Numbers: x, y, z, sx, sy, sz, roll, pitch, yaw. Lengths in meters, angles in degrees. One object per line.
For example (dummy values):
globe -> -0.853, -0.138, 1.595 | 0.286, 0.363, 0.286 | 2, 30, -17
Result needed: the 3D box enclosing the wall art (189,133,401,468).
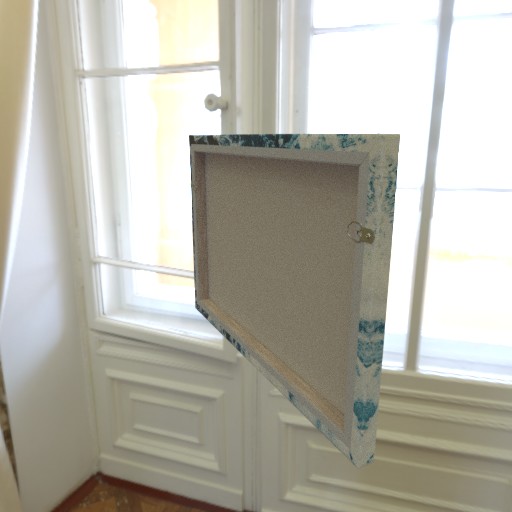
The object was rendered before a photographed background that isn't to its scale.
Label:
wall art -> 0.000, 0.000, 1.152 | 0.042, 0.610, 0.915 | -8, 17, -26
